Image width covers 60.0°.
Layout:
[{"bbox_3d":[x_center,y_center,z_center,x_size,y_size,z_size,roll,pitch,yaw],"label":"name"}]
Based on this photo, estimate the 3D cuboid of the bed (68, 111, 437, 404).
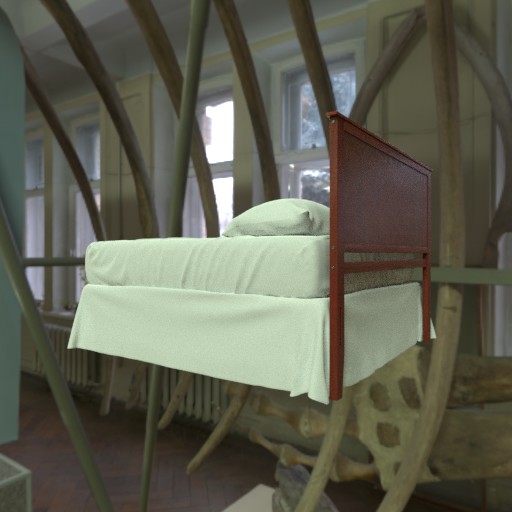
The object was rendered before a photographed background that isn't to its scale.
[{"bbox_3d":[0.000,0.000,3.184,2.050,1.270,1.870,0,0,35],"label":"bed"}]
